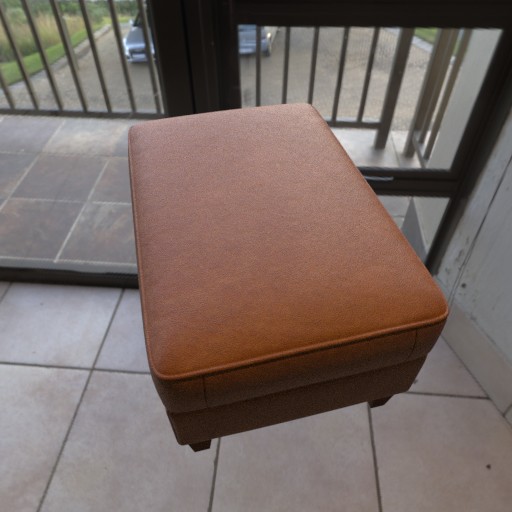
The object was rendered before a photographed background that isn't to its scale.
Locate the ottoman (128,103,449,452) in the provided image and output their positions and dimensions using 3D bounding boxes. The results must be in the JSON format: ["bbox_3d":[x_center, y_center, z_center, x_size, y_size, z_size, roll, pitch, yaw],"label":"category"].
[{"bbox_3d":[0.000,0.000,1.184,0.584,0.483,0.864,-10,47,-10],"label":"ottoman"}]
